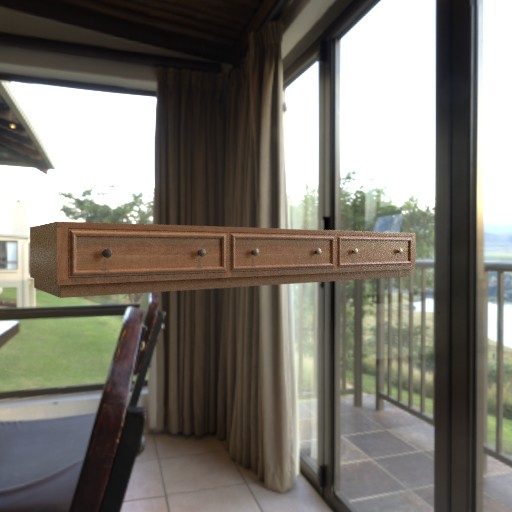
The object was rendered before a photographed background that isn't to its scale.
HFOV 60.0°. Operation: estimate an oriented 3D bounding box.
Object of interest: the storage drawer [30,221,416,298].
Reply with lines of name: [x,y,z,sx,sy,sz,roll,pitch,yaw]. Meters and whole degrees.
storage drawer: [0.000,0.000,2.302,2.032,0.264,0.538,-1,1,-36]
